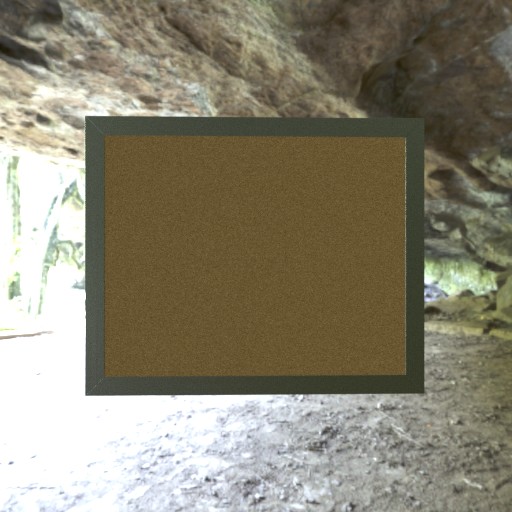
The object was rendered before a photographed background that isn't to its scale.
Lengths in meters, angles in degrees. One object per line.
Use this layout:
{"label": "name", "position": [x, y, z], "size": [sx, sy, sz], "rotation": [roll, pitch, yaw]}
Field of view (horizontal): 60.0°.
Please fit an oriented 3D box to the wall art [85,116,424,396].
{"label": "wall art", "position": [0.000, 0.000, 0.743], "size": [0.557, 0.456, 0.032], "rotation": [0, 0, -1]}
